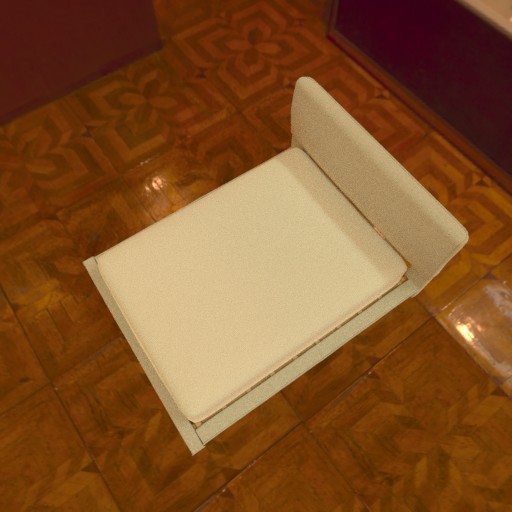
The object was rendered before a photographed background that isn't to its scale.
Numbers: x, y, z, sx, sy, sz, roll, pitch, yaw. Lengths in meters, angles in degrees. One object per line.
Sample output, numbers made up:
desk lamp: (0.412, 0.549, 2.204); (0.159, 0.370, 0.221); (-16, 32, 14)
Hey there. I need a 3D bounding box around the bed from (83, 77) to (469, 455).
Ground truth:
bed: (0.000, 0.000, 3.487); (2.368, 1.067, 1.840); (-32, 68, -14)
